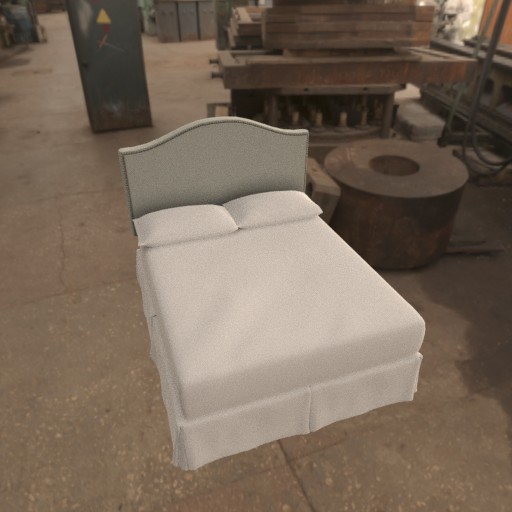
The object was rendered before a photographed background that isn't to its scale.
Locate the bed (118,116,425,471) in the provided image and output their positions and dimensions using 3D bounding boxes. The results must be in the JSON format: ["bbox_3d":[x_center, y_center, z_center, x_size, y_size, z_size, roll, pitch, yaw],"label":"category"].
[{"bbox_3d":[0.000,0.000,3.438,1.813,1.607,2.180,-11,34,-16],"label":"bed"}]
